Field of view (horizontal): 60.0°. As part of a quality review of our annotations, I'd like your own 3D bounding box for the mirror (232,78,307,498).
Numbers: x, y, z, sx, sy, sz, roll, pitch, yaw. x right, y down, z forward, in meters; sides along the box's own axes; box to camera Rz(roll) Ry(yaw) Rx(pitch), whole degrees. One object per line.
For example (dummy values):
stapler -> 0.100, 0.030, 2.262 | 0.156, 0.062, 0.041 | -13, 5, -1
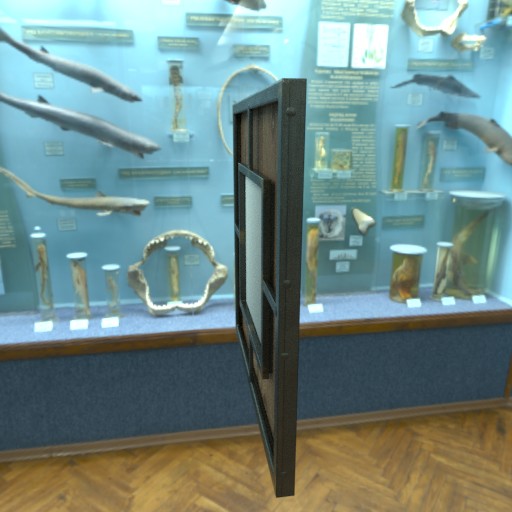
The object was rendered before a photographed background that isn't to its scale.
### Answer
mirror -> 0.000, 0.000, 0.561 | 0.020, 0.381, 0.382 | -2, 16, -8
